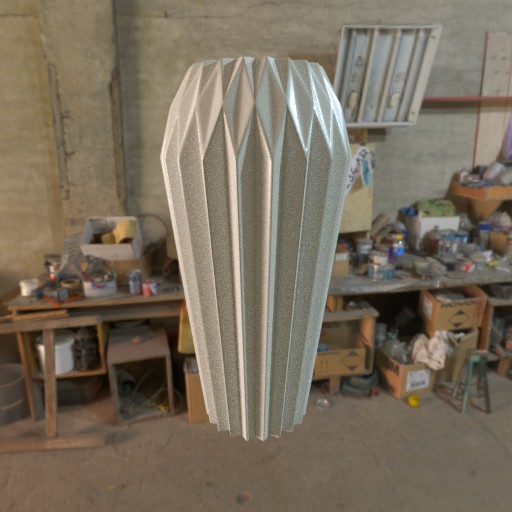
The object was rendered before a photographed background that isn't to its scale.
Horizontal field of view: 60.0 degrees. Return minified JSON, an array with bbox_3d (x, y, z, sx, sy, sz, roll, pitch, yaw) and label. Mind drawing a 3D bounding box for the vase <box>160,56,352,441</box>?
[{"bbox_3d":[0.000,0.000,0.333,0.133,0.263,0.133,0,15,0],"label":"vase"}]
